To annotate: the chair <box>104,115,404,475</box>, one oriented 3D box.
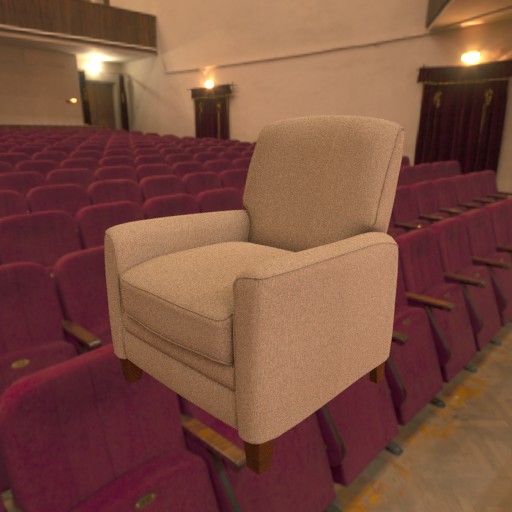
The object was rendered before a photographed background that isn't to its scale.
[{"bbox_3d":[0.000,0.000,1.638,0.848,1.014,0.864,14,21,42],"label":"chair"}]
